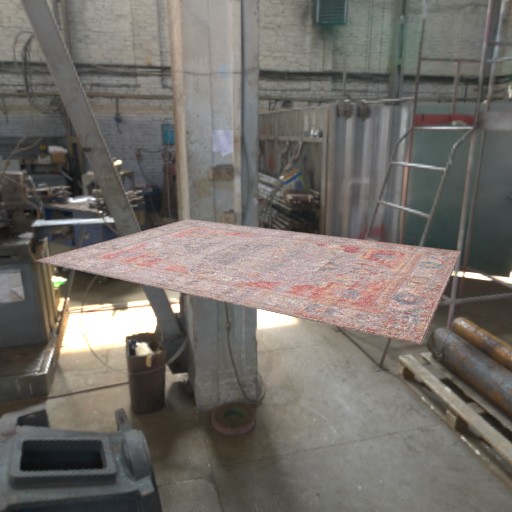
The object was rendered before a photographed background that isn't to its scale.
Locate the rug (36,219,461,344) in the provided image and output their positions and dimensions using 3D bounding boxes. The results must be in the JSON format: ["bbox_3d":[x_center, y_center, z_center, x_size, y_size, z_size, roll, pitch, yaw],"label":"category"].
[{"bbox_3d":[0.000,0.000,2.282,1.829,0.005,1.219,9,18,28],"label":"rug"}]
